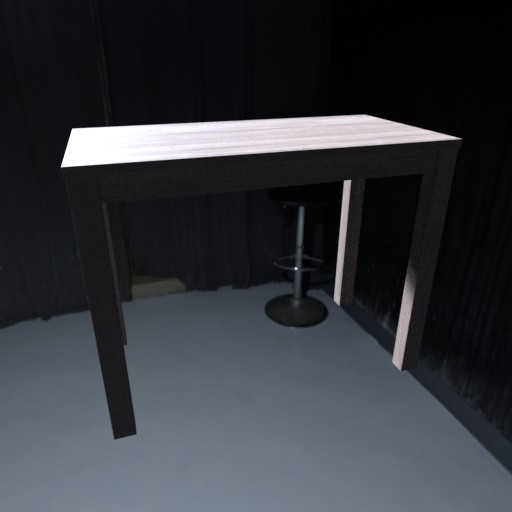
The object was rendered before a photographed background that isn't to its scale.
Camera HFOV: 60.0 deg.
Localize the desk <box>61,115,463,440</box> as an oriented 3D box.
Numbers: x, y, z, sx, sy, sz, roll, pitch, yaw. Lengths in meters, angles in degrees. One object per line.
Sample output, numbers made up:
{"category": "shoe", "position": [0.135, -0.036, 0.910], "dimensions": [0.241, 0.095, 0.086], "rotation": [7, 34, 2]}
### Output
{"category": "desk", "position": [0.000, 0.000, 1.410], "dimensions": [0.991, 0.762, 0.495], "rotation": [-8, 26, -16]}
